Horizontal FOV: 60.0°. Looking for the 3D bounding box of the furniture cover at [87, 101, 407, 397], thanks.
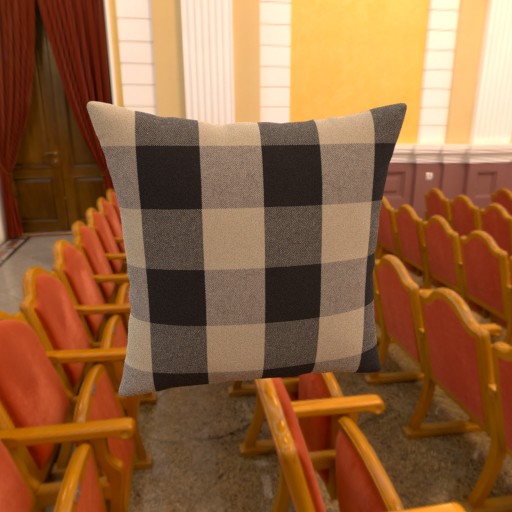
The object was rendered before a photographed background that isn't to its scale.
[{"bbox_3d":[0.000,0.000,0.775,0.511,0.509,0.161,-3,18,-9],"label":"furniture cover"}]
